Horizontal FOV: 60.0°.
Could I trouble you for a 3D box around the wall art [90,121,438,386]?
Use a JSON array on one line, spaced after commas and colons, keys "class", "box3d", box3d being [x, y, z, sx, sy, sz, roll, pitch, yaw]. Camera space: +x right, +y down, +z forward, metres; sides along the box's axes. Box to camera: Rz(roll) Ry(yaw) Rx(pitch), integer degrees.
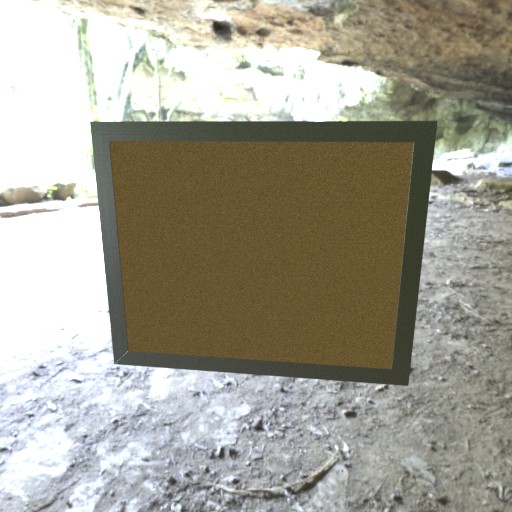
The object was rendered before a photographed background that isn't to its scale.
[{"class": "wall art", "box3d": [0.000, 0.000, 0.784, 0.557, 0.456, 0.032, 2, 16, 8]}]
